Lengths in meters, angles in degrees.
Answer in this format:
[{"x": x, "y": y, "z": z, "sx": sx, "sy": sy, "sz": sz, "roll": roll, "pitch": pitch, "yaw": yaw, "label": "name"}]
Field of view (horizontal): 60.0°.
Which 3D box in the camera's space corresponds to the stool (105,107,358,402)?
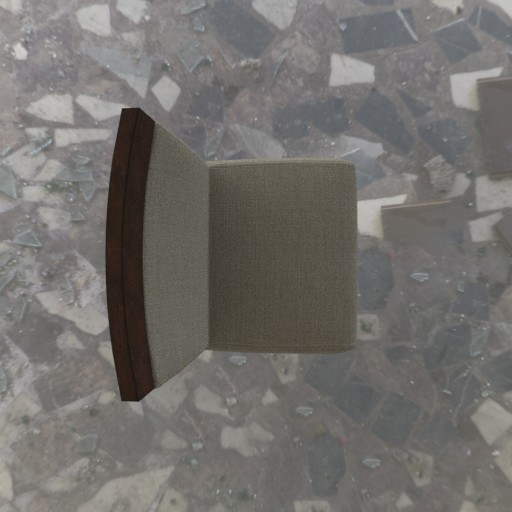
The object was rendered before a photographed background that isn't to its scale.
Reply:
[{"x": 0.000, "y": 0.000, "z": 1.264, "sx": 0.531, "sy": 1.009, "sz": 0.512, "roll": 0, "pitch": 90, "yaw": 0, "label": "stool"}]
